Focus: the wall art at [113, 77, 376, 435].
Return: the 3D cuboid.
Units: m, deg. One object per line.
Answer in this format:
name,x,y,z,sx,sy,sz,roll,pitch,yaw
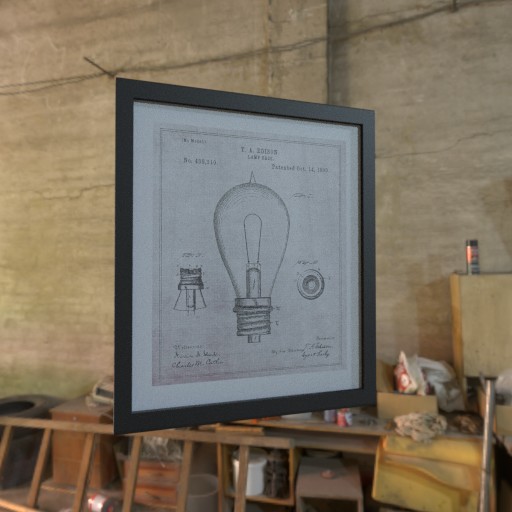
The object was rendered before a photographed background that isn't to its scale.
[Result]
wall art,0.000,0.000,0.708,0.430,0.509,0.021,0,-1,-19
